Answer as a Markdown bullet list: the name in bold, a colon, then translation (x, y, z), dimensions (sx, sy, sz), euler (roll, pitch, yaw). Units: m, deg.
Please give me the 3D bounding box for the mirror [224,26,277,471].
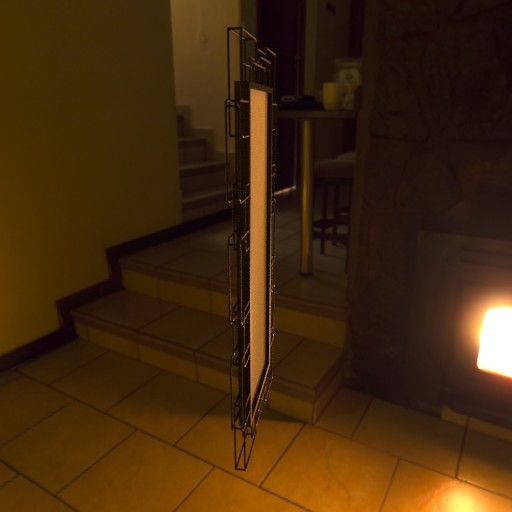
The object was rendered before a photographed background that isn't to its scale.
- **mirror**: translation (0.000, 0.000, 1.362), dimensions (0.037, 1.192, 0.565), euler (3, 18, 10)
